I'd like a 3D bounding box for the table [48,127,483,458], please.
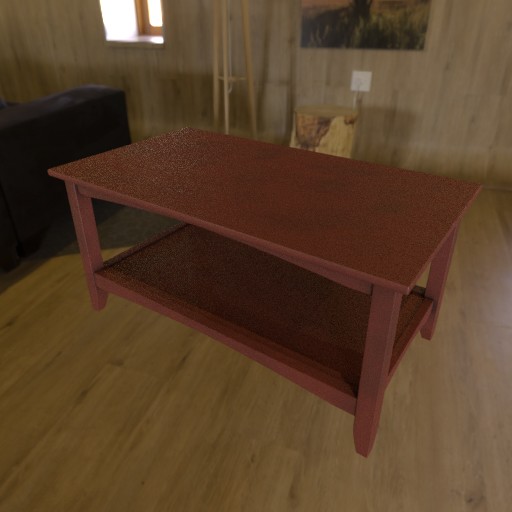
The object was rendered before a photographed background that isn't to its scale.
[{"bbox_3d":[0.000,0.000,1.211,0.943,0.456,0.533,19,35,30],"label":"table"}]
